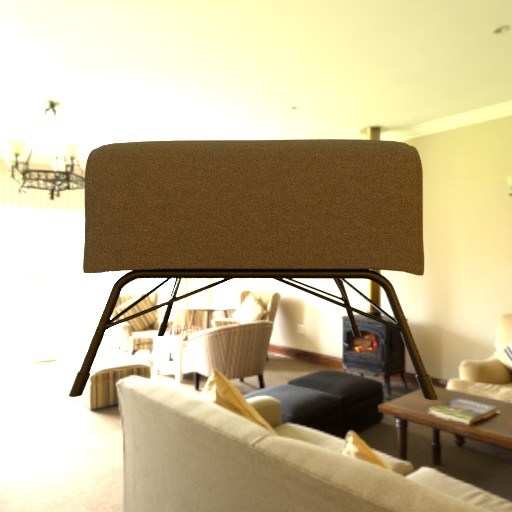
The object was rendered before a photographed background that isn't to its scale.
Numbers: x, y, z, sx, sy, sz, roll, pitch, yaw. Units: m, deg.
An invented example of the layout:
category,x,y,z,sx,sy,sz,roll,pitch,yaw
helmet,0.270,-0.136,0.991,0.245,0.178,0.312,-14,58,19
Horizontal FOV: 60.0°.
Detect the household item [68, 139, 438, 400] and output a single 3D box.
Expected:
category,x,y,z,sx,sy,sz,roll,pitch,yaw
household item,0.000,0.000,0.894,0.530,0.410,0.530,0,-1,1
